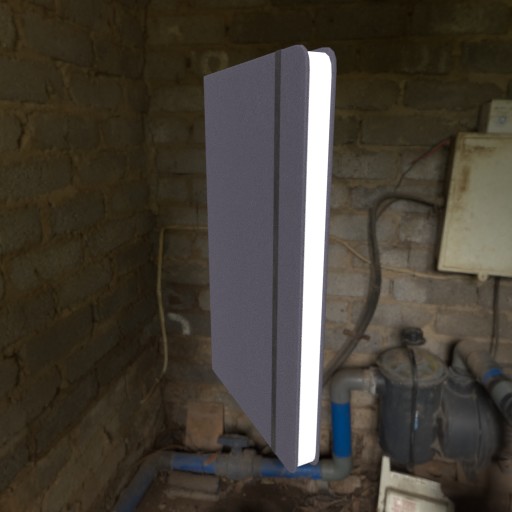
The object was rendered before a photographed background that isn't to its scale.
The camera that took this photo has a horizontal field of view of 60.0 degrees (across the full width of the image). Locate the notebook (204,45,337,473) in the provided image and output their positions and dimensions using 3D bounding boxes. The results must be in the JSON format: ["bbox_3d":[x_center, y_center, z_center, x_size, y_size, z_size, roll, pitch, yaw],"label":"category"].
[{"bbox_3d":[0.000,0.000,0.264,0.016,0.213,0.127,-7,17,-24],"label":"notebook"}]
